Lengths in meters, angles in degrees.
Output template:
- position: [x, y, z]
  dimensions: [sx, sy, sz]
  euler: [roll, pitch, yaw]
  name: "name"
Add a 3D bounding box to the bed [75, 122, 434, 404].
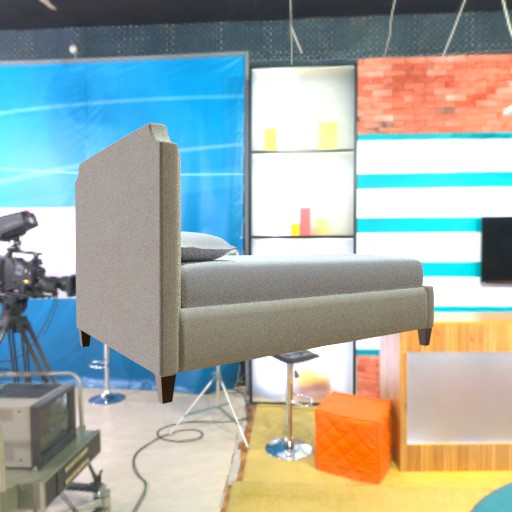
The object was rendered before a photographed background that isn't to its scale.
- position: [0.000, 0.000, 3.588]
  dimensions: [2.381, 1.457, 1.713]
  euler: [-1, 1, -35]
  name: "bed"
